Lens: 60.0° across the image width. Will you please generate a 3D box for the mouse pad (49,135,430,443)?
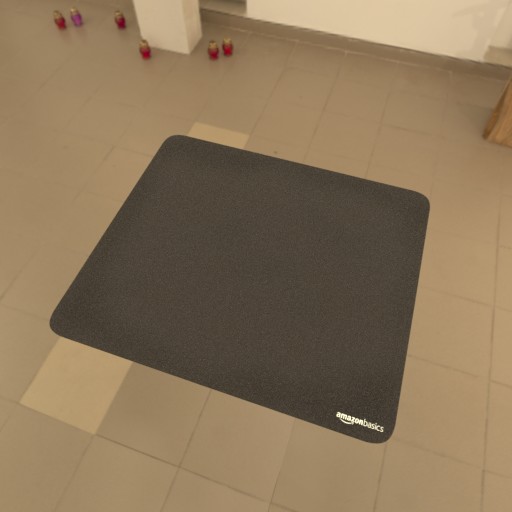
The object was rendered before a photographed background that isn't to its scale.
[{"bbox_3d":[0.000,0.000,0.634,0.451,0.002,0.393,16,58,10],"label":"mouse pad"}]
